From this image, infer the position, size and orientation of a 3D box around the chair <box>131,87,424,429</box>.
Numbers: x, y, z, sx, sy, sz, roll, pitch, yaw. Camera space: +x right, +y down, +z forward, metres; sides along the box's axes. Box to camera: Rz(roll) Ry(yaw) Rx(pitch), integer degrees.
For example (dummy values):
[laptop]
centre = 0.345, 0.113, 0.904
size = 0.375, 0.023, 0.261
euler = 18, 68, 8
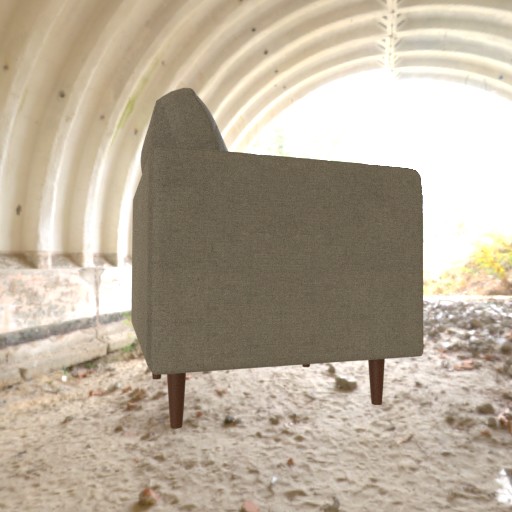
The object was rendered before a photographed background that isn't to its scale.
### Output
[chair]
centre = 0.000, 0.000, 1.543
size = 0.800, 0.927, 0.855
euler = 0, -1, -18
